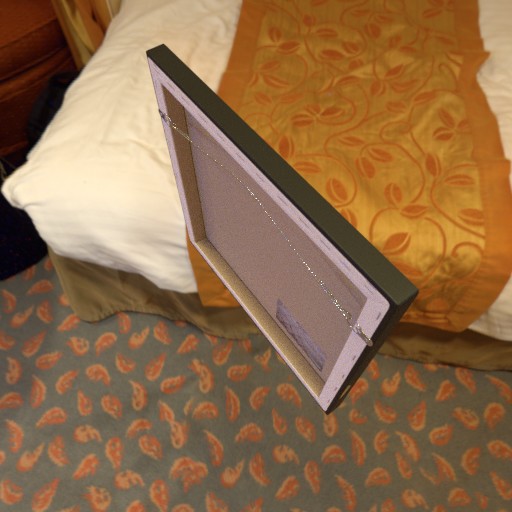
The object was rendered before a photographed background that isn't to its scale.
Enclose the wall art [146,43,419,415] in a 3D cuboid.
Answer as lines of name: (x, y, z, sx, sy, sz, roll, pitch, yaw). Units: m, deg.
wall art: (0.000, 0.000, 0.913, 0.043, 0.611, 0.610, -32, 64, -18)
